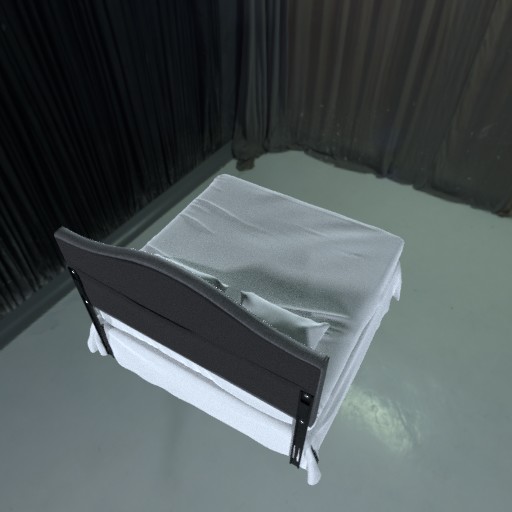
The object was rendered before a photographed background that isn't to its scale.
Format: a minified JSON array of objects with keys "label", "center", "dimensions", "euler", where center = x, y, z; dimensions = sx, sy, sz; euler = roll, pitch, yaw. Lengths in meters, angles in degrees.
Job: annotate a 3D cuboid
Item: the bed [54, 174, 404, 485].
[{"label":"bed","center":[0.000,0.000,3.675],"dimensions":[2.314,1.651,2.219],"euler":[23,51,20]}]
